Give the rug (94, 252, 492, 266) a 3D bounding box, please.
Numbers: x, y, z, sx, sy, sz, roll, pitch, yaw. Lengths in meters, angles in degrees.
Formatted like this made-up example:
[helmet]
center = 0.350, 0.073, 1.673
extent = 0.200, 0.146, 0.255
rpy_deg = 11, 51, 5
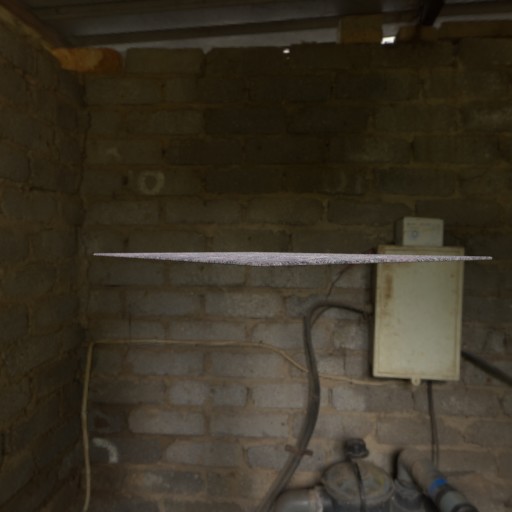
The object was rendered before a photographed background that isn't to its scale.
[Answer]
[rug]
center = 0.000, 0.000, 2.198
extent = 1.158, 0.013, 1.752
rpy_deg = -1, 1, -34
